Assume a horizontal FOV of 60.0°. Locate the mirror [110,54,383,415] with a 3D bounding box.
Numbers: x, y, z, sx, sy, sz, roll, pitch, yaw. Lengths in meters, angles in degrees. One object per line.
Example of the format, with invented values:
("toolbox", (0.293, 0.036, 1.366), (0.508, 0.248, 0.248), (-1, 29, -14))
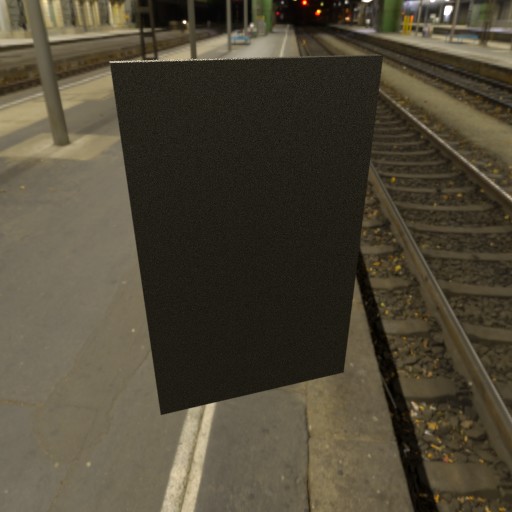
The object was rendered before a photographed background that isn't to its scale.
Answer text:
("mirror", (0.000, 0.000, 1.492), (0.762, 1.219, 0.038), (-8, 30, -15))
